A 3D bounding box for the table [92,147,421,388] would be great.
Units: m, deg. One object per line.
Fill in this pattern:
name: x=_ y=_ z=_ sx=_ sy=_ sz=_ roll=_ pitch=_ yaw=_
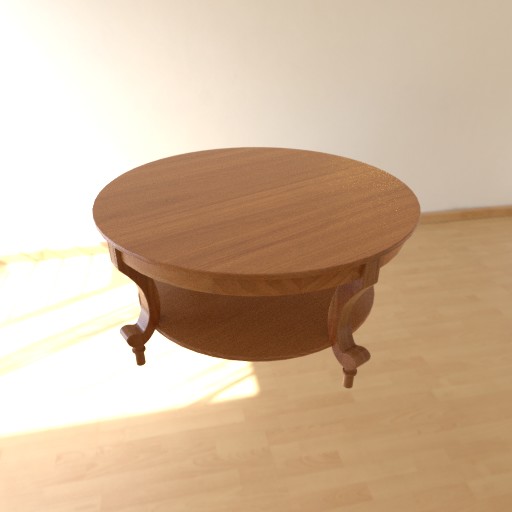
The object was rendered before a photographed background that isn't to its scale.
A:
table: x=0.000 y=0.000 z=1.569 sx=1.029 sy=0.490 sz=1.029 roll=0 pitch=30 yaw=0
